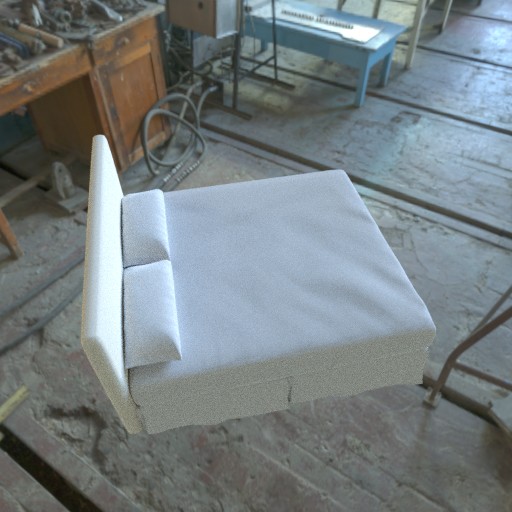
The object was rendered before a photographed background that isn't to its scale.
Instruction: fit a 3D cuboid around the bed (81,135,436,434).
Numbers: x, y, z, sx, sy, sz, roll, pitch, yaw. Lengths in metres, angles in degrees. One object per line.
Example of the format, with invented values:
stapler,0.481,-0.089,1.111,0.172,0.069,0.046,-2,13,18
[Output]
bed,0.000,0.000,3.595,2.341,1.317,2.119,-9,48,-8
